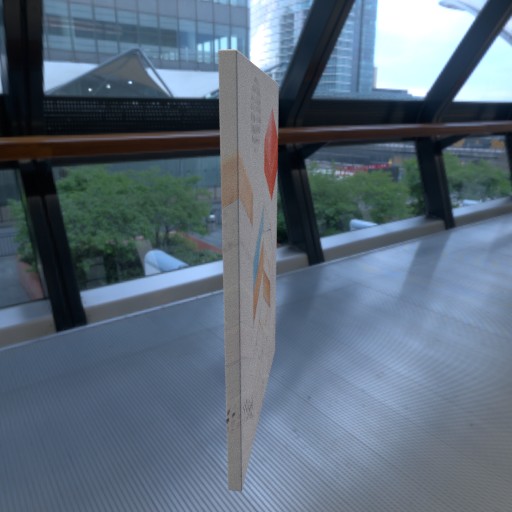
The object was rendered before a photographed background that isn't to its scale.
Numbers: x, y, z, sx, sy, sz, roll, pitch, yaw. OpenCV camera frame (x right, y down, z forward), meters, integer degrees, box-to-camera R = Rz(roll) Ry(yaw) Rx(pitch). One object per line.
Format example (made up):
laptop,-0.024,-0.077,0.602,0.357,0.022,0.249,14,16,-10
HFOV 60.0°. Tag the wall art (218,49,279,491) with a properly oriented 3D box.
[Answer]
wall art,0.000,0.000,1.097,0.036,0.848,0.613,3,17,8
